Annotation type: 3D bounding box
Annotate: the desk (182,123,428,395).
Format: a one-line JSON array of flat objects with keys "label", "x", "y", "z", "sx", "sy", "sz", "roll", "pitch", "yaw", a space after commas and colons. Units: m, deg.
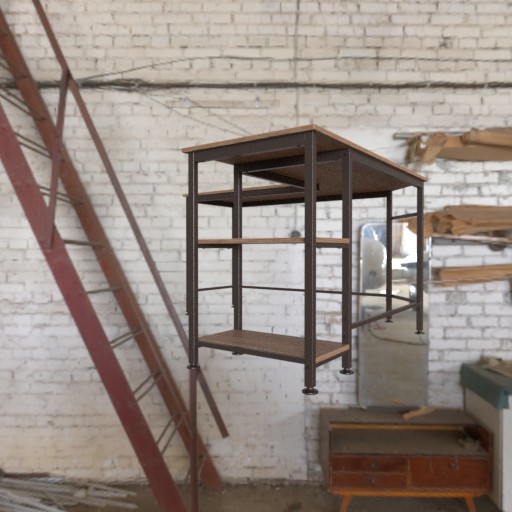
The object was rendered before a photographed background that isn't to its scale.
[{"label": "desk", "x": 0.000, "y": 0.000, "z": 2.160, "sx": 1.379, "sy": 0.739, "sz": 1.379, "roll": 1, "pitch": 1, "yaw": 36}]
